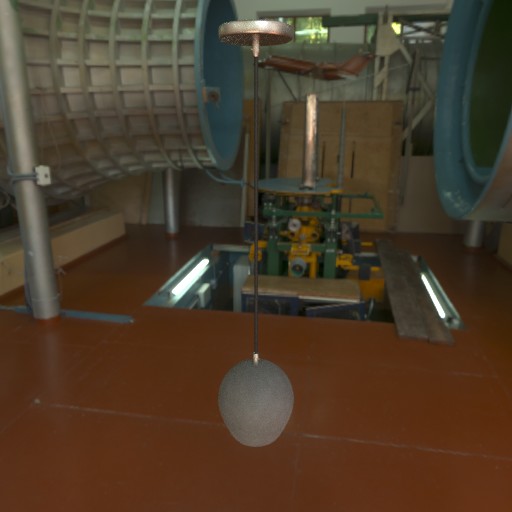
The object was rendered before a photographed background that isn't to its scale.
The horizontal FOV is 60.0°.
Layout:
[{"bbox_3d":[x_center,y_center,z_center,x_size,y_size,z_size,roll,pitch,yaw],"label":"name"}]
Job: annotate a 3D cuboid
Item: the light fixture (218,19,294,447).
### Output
[{"bbox_3d":[0.000,0.000,0.816,0.153,0.760,0.153,16,23,42],"label":"light fixture"}]
